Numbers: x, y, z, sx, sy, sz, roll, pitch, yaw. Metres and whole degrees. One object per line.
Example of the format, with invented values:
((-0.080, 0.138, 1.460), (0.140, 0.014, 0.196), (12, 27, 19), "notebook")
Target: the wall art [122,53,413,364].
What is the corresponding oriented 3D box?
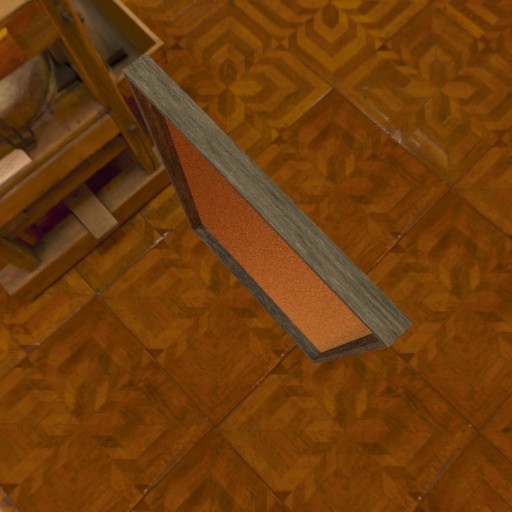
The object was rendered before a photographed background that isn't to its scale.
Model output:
((0.000, 0.000, 1.343), (0.063, 1.016, 0.762), (-41, 79, -10), "wall art")
